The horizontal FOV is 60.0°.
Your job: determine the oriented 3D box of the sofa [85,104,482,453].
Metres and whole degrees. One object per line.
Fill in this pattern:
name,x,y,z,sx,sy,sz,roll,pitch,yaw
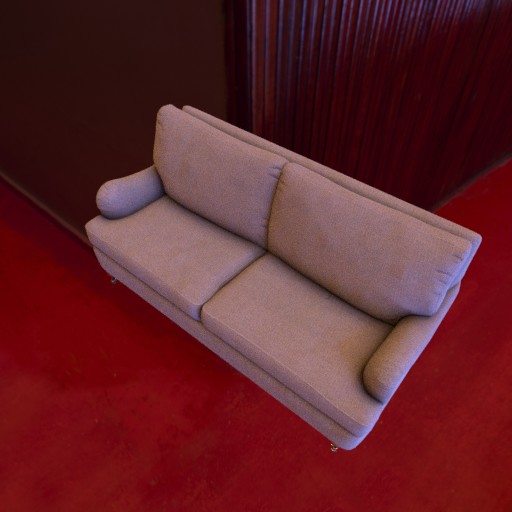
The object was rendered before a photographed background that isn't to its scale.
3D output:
sofa,0.000,0.000,2.747,2.193,1.096,1.069,31,54,26
